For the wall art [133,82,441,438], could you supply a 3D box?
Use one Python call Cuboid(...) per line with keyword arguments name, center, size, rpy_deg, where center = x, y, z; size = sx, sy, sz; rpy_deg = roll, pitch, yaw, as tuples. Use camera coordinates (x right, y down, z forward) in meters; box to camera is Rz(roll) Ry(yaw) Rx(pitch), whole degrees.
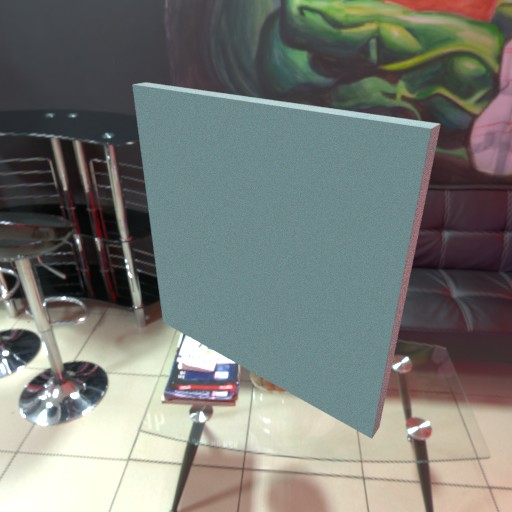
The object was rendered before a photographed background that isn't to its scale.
Cuboid(name="wall art", center=(0.000, 0.000, 0.895), size=(0.603, 0.603, 0.036), rpy_deg=(21, 36, 32))
